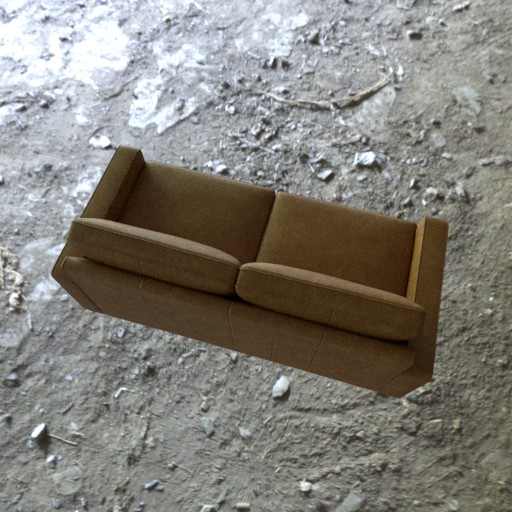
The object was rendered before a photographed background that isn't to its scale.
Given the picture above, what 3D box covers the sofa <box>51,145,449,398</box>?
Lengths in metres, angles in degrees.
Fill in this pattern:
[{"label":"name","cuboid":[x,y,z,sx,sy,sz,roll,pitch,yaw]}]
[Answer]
[{"label":"sofa","cuboid":[0.000,0.000,2.655,2.156,0.928,0.991,14,65,7]}]
